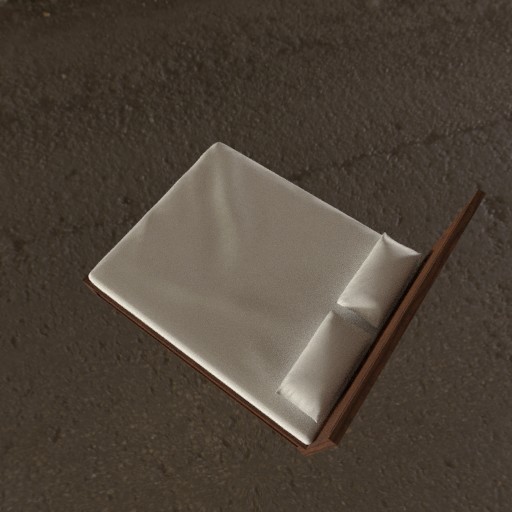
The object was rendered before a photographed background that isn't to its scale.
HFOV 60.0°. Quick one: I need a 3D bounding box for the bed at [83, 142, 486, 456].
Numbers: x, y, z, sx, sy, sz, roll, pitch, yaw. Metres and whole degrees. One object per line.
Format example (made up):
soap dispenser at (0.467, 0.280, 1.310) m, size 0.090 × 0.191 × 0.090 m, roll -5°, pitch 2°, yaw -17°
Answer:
bed at (0.000, 0.000, 3.356) m, size 2.218 × 1.487 × 1.765 m, roll 33°, pitch 68°, yaw 15°
